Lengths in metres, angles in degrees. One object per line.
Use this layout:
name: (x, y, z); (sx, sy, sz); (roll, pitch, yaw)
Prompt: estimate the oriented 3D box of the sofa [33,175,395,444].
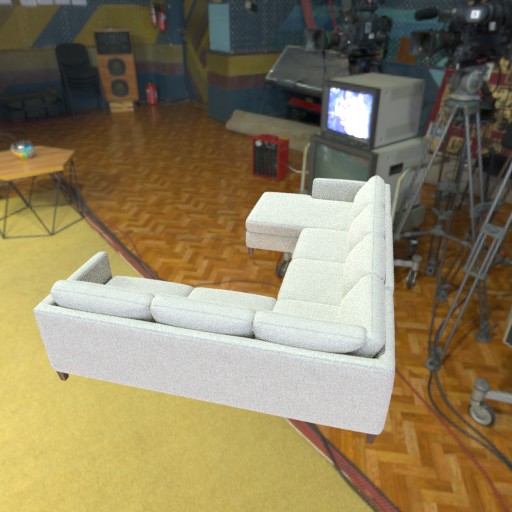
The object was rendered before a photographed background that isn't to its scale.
sofa: (0.000, 0.000, 4.375); (2.551, 0.853, 3.238); (7, 31, 12)
